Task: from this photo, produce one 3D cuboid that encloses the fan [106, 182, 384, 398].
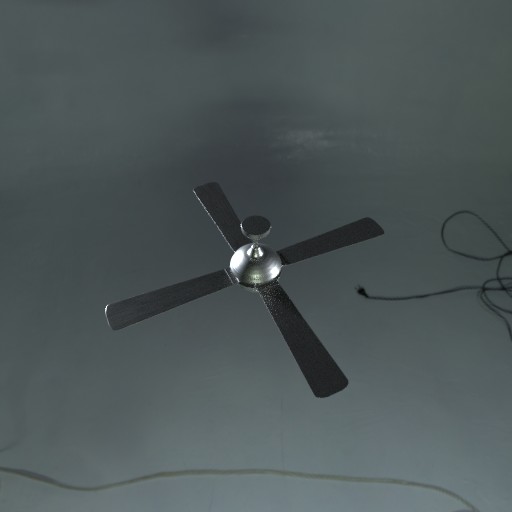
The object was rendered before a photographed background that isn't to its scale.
[{"bbox_3d":[0.000,0.000,2.011,1.321,0.381,1.321,-3,47,-3],"label":"fan"}]
